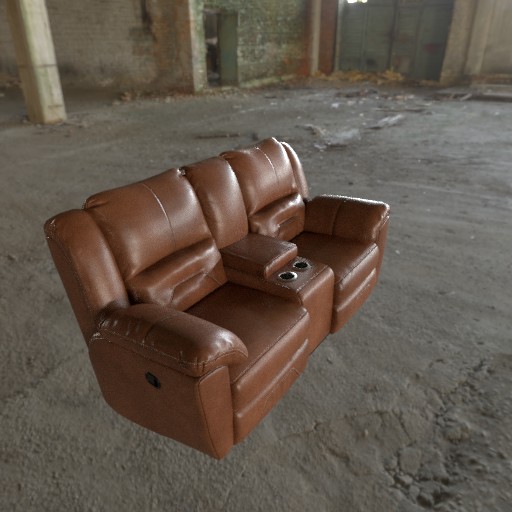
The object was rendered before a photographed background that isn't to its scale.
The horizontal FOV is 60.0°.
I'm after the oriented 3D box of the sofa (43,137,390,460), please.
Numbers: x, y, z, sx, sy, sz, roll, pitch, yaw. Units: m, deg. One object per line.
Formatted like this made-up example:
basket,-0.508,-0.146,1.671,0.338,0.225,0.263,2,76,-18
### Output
sofa,0.000,0.000,2.598,0.991,1.043,2.058,17,31,30
